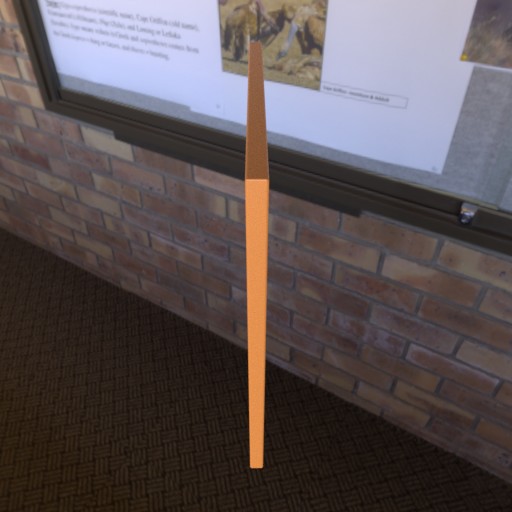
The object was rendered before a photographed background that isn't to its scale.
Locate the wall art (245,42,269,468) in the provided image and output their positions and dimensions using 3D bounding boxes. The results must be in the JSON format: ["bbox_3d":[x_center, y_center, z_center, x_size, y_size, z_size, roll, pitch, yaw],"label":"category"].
[{"bbox_3d":[0.000,0.000,0.509,0.015,0.379,0.310,0,40,0],"label":"wall art"}]
